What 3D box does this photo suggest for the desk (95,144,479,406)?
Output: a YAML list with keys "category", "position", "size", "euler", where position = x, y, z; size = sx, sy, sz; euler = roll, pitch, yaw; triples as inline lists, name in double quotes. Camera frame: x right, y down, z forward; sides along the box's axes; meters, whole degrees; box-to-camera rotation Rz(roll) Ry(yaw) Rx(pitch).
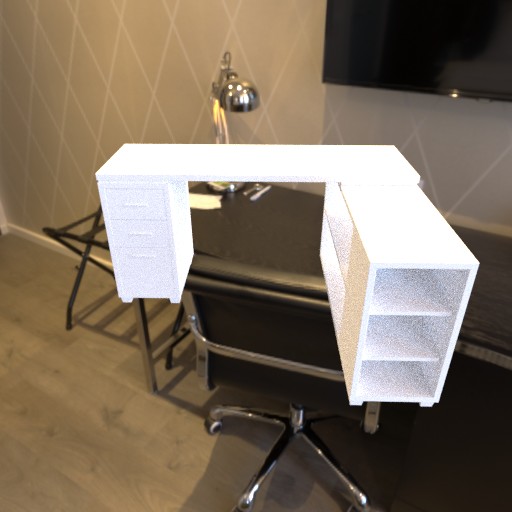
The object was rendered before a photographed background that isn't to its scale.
- category: "desk"
  position: [0.000, 0.000, 2.182]
  size: [1.524, 0.759, 1.199]
  euler: [1, 30, 1]
